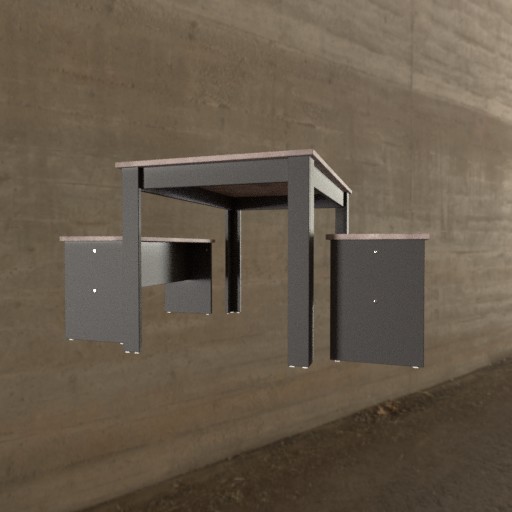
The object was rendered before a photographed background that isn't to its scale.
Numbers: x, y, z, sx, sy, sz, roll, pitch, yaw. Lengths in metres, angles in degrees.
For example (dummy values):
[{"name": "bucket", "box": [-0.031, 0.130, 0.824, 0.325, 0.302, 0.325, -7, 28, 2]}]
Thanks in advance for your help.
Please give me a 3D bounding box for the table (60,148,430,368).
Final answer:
[{"name": "table", "box": [0.000, 0.000, 2.034, 1.443, 0.700, 1.100, 0, 1, 18]}]
